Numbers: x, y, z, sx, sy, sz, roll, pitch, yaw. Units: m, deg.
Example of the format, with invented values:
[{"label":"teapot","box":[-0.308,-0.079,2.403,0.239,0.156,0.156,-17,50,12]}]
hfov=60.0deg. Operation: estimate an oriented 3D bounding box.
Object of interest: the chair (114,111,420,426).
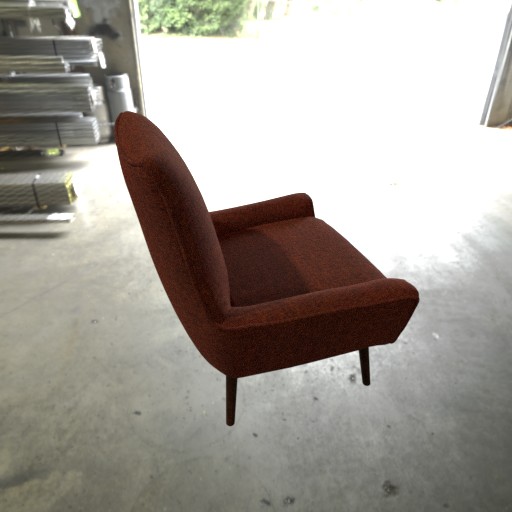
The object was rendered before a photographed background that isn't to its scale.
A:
[{"label":"chair","box":[0.000,0.000,1.497,0.784,0.911,0.803,-10,32,-17]}]
